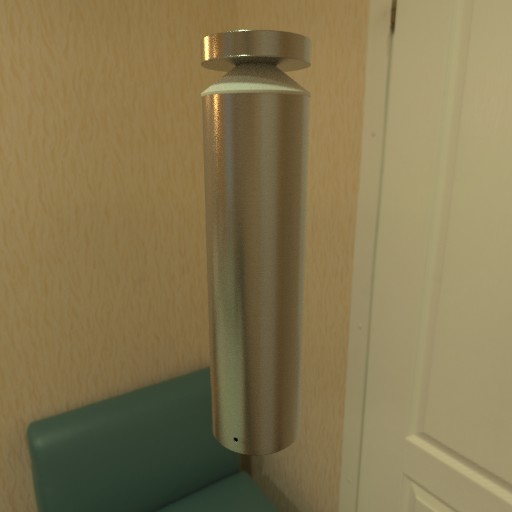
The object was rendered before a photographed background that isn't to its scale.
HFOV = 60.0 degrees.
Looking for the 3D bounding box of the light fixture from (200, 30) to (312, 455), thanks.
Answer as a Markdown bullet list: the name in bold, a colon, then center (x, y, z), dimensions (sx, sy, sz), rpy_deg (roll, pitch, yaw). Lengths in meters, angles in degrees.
- **light fixture**: center (0.000, 0.000, 0.453), dimensions (0.102, 0.400, 0.102), rpy_deg (7, 17, 24)
